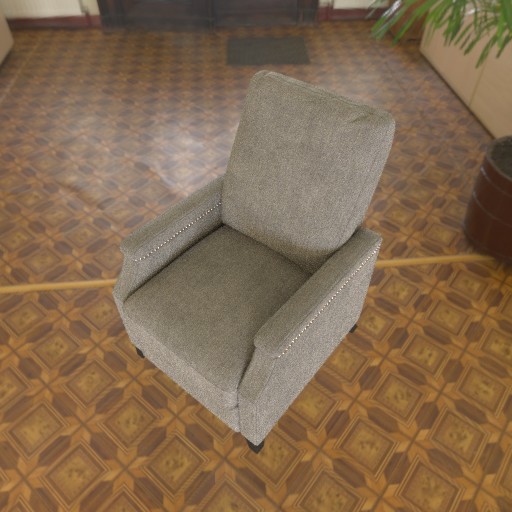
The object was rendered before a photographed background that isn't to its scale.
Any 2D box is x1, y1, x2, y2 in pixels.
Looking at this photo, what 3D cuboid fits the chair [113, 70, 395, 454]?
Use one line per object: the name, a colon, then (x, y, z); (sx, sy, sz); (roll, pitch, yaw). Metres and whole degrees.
chair: (0.000, 0.000, 1.667); (0.710, 1.049, 0.922); (31, 54, 26)
